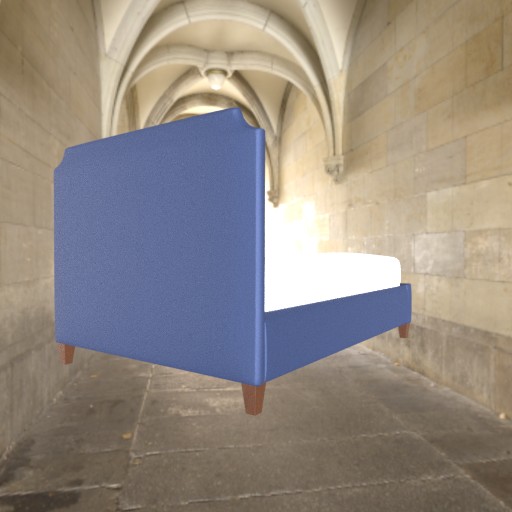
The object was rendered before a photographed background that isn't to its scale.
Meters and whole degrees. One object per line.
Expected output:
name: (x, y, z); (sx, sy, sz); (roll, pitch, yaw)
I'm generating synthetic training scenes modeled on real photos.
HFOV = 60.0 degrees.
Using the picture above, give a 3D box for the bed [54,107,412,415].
bed: (0.000, 0.000, 3.426); (1.712, 1.443, 2.372); (0, 1, 36)
